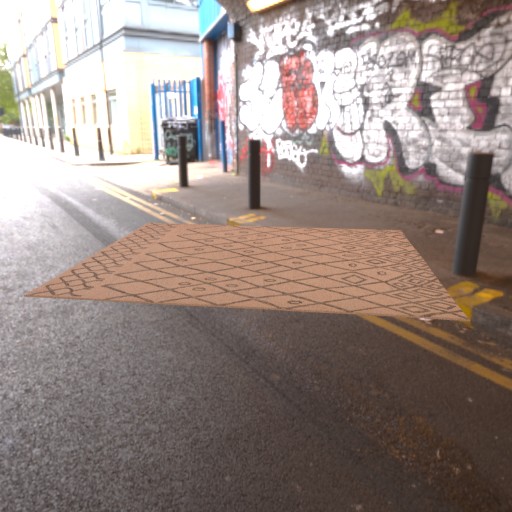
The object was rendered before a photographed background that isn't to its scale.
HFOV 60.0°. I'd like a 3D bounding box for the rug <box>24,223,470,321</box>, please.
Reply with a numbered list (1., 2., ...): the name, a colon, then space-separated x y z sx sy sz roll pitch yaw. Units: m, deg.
1. rug: 0.000 0.000 4.136 3.046 0.015 2.446 2 17 7
